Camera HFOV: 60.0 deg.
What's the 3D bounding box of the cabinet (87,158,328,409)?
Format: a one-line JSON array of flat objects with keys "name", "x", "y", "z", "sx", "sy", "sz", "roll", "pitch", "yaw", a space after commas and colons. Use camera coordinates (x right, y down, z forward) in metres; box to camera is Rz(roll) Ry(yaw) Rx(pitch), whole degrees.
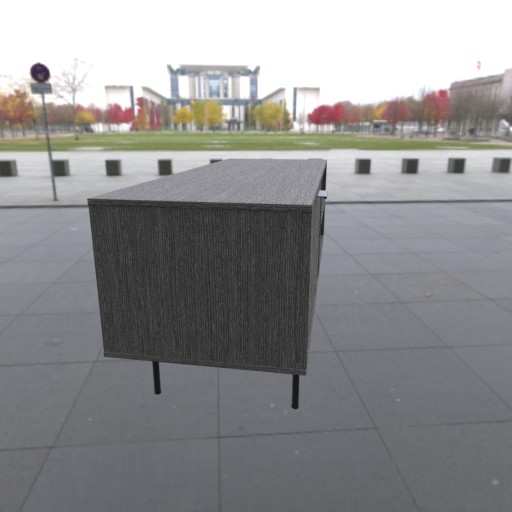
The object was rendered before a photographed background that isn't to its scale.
[{"name": "cabinet", "x": 0.000, "y": 0.000, "z": 1.599, "sx": 0.500, "sy": 0.599, "sz": 1.300, "roll": 3, "pitch": 16, "yaw": 10}]
